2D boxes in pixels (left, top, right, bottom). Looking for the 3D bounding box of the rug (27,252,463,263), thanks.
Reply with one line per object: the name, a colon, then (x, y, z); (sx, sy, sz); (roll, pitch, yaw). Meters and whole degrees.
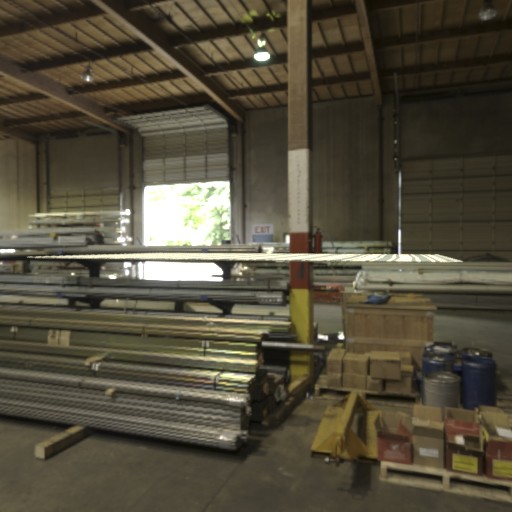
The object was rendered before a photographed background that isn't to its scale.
rug: (0.000, 0.000, 3.011); (2.410, 0.011, 1.539); (0, 1, 19)
